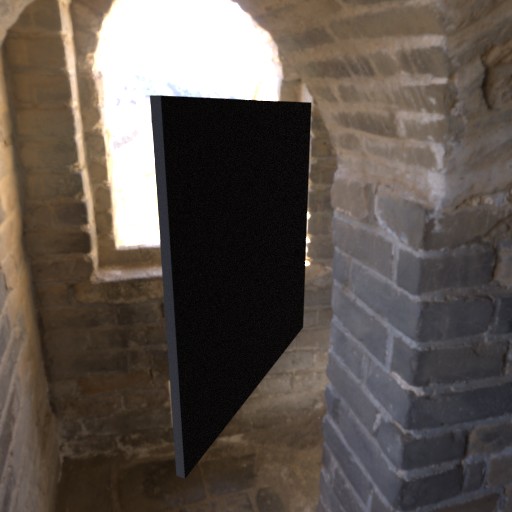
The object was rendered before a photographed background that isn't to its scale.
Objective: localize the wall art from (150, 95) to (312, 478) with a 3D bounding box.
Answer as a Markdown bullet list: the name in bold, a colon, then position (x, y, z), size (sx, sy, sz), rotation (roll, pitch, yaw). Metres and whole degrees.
- **wall art**: position (0.000, 0.000, 0.690), size (0.013, 0.458, 0.456), rotation (8, 20, 24)
